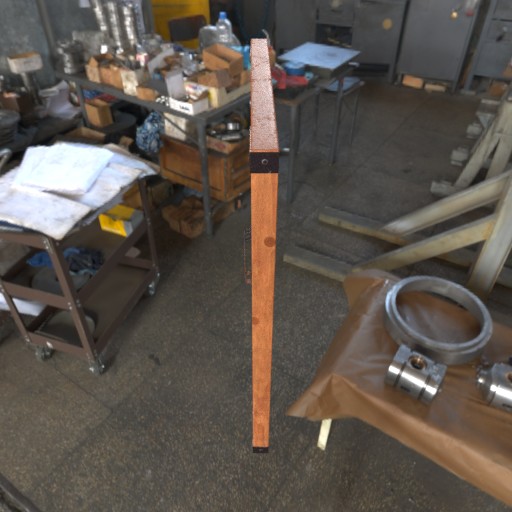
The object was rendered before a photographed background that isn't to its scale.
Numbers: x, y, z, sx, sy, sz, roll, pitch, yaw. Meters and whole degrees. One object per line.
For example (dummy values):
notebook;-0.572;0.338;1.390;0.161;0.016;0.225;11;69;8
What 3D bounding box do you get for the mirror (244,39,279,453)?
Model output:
mirror;0.000;0.000;0.978;0.053;0.761;0.517;0;40;0
